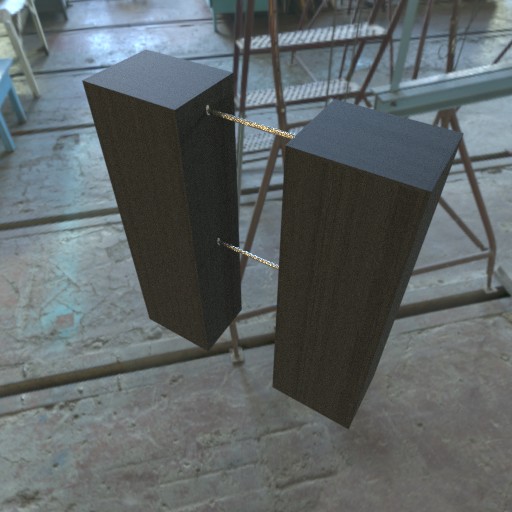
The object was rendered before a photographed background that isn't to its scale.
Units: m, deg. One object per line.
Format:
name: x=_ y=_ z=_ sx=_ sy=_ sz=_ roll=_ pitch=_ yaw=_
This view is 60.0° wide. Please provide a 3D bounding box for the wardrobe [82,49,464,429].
wardrobe: x=0.000 y=0.000 z=2.768 sx=1.770 sy=2.000 sz=0.480 roll=24 pitch=50 yaw=22
